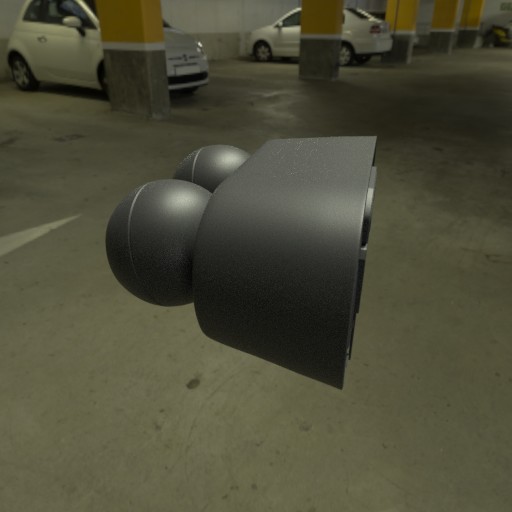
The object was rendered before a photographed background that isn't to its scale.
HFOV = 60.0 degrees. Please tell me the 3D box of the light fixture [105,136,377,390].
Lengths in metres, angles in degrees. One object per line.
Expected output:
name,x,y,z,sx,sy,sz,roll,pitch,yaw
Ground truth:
light fixture,0.000,0.000,0.332,0.159,0.159,0.229,7,29,14
